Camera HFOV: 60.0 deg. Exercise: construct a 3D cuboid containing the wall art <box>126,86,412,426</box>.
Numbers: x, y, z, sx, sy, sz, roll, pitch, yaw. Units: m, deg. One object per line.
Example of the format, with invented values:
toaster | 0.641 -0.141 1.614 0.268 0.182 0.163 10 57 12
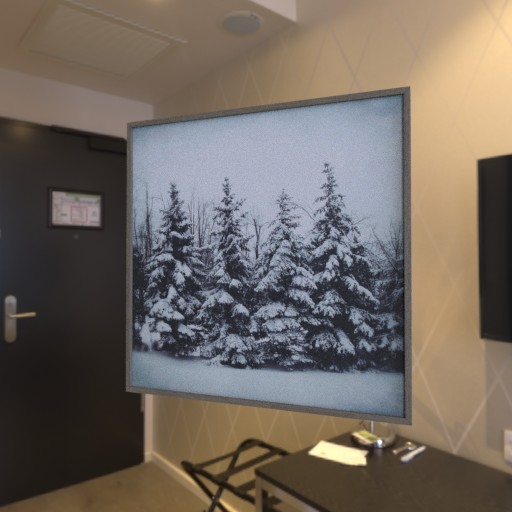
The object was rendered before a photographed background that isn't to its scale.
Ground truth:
wall art | 0.000 0.000 0.767 0.507 0.507 0.037 0 -1 20
